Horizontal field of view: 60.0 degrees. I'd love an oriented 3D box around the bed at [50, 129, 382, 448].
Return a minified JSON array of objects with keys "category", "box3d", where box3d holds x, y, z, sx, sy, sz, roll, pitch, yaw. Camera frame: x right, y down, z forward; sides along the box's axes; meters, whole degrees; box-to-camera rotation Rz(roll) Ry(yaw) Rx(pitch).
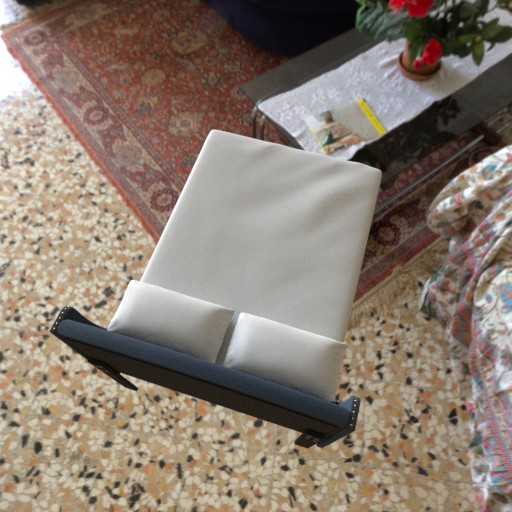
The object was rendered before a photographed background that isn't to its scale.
[{"category":"bed","box3d":[0.000,0.000,3.338,1.710,1.407,2.237,16,65,8]}]
